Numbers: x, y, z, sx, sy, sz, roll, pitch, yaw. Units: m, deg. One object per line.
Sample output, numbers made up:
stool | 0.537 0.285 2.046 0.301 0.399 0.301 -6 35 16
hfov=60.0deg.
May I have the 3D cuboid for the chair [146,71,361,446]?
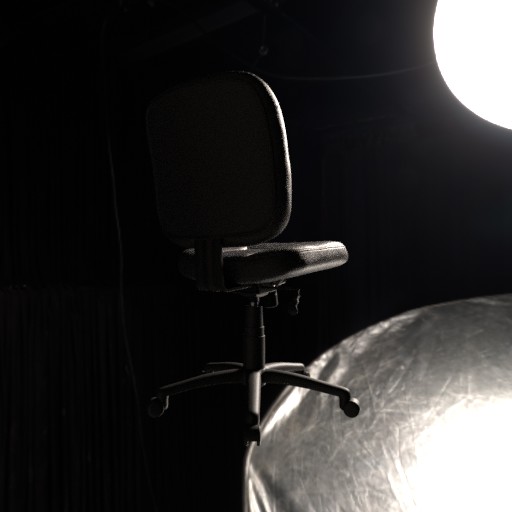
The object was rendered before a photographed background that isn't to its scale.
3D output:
chair | 0.000 0.000 1.439 0.647 0.959 0.646 -1 -1 36
